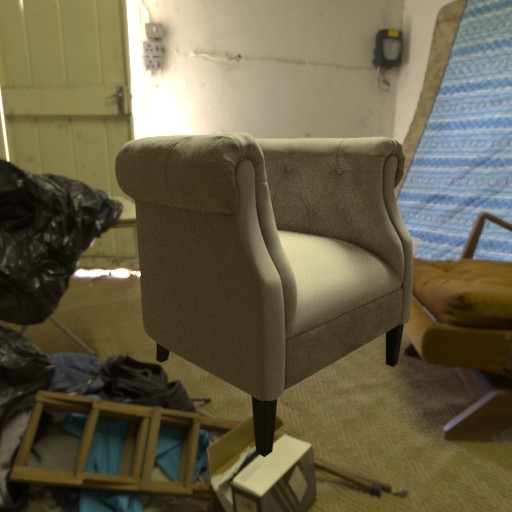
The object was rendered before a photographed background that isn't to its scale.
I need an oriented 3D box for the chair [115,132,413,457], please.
[{"bbox_3d":[0.000,0.000,1.575,0.851,0.826,0.904,13,19,43],"label":"chair"}]
